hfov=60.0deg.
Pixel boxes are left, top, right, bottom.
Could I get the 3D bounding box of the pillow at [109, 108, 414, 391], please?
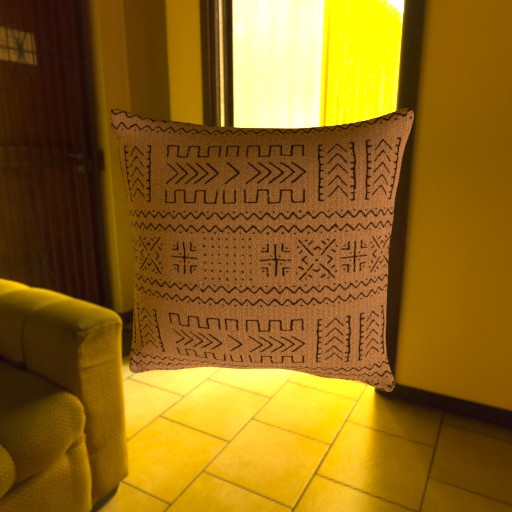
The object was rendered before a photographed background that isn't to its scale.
[{"bbox_3d":[0.000,0.000,0.673,0.438,0.430,0.164,2,14,9],"label":"pillow"}]
